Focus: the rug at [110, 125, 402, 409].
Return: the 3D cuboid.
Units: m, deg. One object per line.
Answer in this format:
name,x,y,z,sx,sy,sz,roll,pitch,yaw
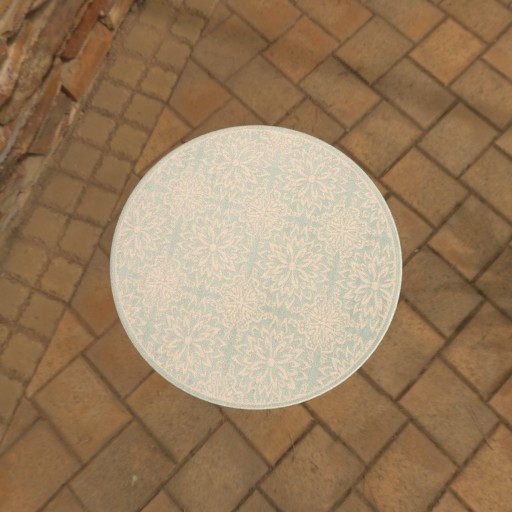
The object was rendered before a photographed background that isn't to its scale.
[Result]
rug,0.000,0.000,2.423,1.593,0.012,1.593,0,76,0
